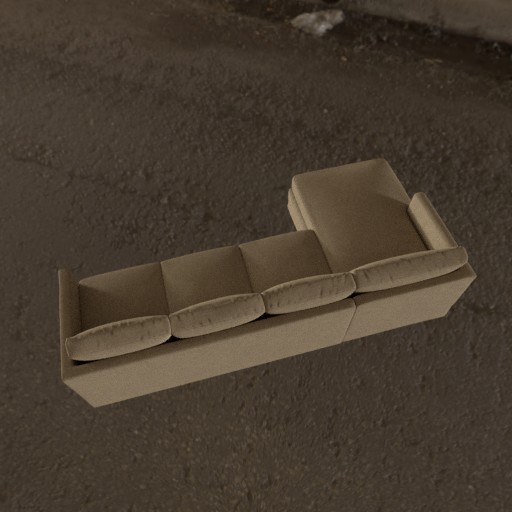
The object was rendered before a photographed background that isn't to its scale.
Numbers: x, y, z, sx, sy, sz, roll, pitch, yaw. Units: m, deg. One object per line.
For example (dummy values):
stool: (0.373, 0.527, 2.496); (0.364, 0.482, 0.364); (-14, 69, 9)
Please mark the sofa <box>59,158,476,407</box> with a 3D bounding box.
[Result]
sofa: (0.000, 0.000, 3.896); (3.198, 0.920, 1.638); (-13, 58, -8)
